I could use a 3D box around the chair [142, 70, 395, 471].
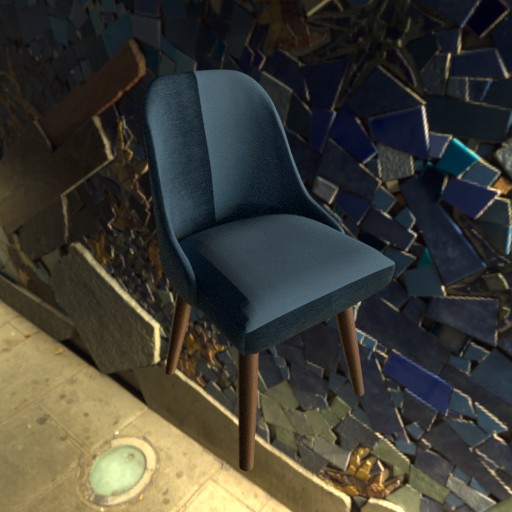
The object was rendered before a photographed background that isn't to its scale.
[{"bbox_3d":[0.000,0.000,1.208,0.503,0.882,0.589,-20,35,-31],"label":"chair"}]
